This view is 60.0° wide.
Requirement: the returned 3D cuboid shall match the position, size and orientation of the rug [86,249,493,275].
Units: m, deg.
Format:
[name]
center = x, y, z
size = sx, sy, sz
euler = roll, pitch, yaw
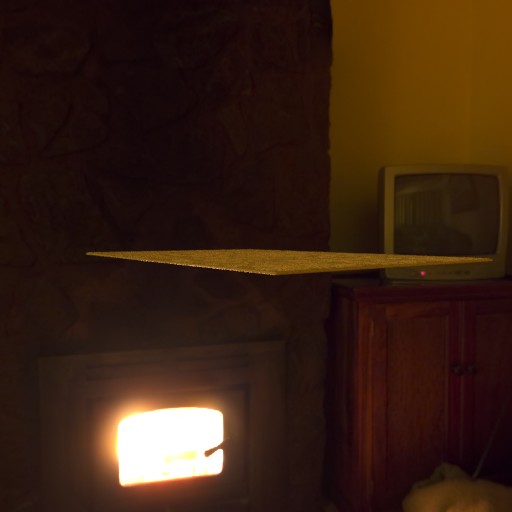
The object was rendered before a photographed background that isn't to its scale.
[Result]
[rug]
center = 0.000, 0.000, 2.295
size = 1.206, 0.012, 1.824
euler = -2, 3, -36
